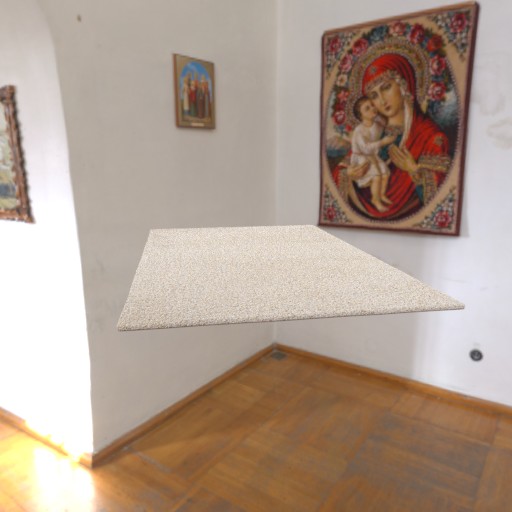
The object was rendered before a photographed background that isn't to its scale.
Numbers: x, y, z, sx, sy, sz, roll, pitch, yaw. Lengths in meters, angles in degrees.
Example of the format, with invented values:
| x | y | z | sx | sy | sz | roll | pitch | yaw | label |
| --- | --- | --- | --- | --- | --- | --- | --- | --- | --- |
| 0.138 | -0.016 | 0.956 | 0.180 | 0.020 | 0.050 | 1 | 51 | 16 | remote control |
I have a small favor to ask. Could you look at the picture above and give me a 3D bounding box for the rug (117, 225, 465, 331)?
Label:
| x | y | z | sx | sy | sz | roll | pitch | yaw | label |
| --- | --- | --- | --- | --- | --- | --- | --- | --- | --- |
| 0.000 | 0.000 | 3.498 | 1.778 | 0.030 | 2.743 | -2 | 13 | -10 | rug |
